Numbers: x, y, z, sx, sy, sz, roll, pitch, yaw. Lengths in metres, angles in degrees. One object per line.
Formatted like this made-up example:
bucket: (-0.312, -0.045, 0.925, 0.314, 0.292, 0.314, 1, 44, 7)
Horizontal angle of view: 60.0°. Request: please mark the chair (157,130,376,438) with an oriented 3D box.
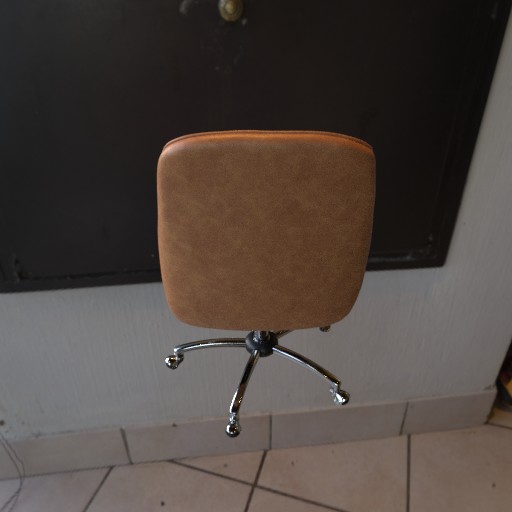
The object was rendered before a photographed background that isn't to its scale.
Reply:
chair: (0.000, 0.000, 1.318, 0.628, 0.909, 0.615, -1, 32, -1)
